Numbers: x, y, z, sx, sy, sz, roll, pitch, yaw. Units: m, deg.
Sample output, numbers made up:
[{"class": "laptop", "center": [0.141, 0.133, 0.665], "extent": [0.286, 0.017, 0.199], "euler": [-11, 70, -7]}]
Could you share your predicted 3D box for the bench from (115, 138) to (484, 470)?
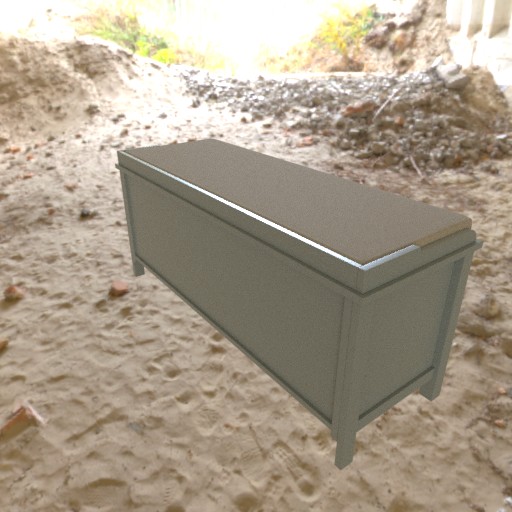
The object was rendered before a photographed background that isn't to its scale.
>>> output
[{"class": "bench", "center": [0.000, 0.000, 1.368], "extent": [0.398, 0.501, 1.140], "euler": [-18, 32, -33]}]
